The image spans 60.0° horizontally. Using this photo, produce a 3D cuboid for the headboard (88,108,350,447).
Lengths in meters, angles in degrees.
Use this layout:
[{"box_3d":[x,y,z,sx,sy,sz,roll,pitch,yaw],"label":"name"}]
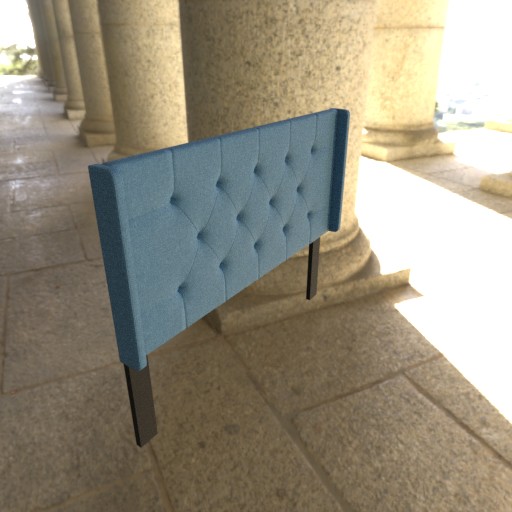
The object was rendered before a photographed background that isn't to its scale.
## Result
[{"box_3d":[0.000,0.000,2.720,0.184,1.524,2.051,17,30,31],"label":"headboard"}]
